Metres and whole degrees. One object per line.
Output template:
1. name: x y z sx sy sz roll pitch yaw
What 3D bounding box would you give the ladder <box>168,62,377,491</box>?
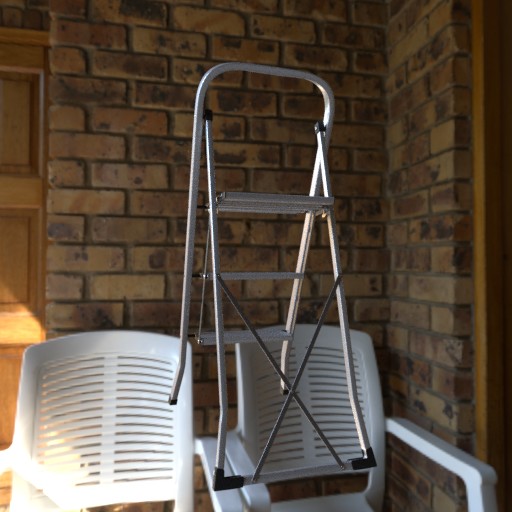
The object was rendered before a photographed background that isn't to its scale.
1. ladder: 0.000 0.000 1.386 0.465 1.070 0.704 0 -1 -17
